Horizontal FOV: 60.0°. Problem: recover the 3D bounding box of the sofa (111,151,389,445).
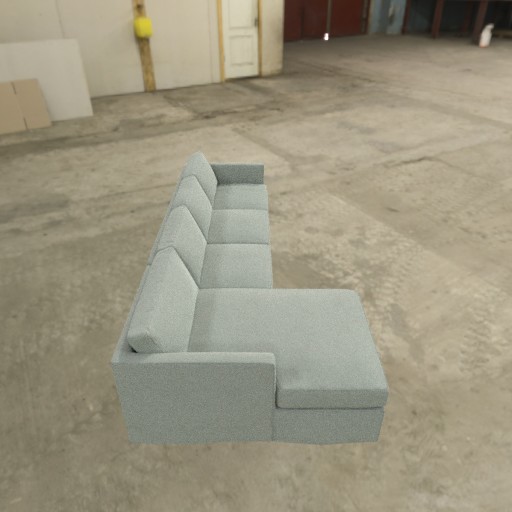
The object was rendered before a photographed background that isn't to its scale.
[{"bbox_3d":[0.000,0.000,3.938,1.650,0.922,3.205,0,32,0],"label":"sofa"}]
